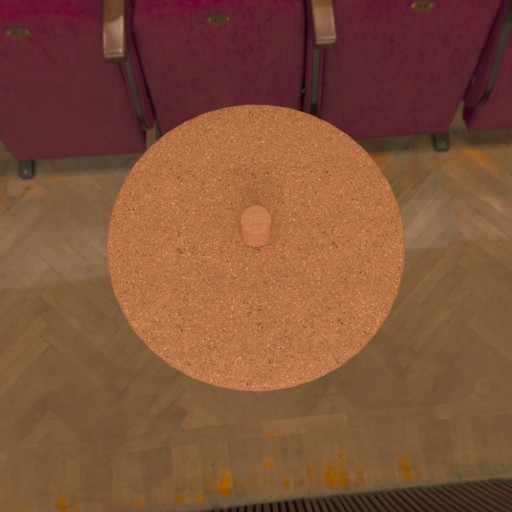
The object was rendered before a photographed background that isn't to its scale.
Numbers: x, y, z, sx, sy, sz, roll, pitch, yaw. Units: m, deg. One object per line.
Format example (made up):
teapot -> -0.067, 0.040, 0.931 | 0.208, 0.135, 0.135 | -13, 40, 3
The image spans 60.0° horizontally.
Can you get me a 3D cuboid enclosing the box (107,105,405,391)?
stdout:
box -> 0.000, 0.000, 0.187 | 0.107, 0.094, 0.107 | 0, 75, 0
